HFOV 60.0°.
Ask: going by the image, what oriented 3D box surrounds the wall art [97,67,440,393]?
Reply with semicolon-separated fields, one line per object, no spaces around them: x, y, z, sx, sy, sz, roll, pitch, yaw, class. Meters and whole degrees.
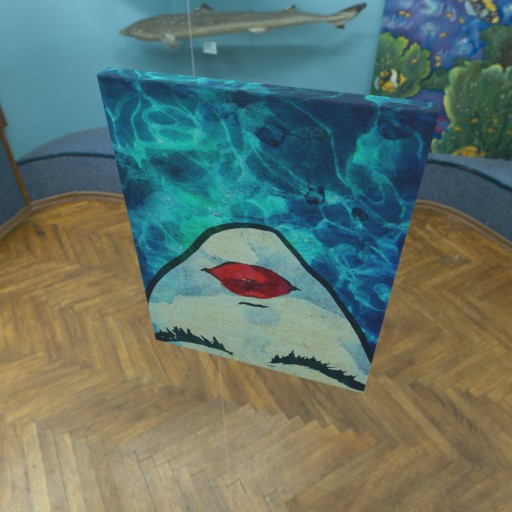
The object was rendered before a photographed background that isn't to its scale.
0.000;0.000;0.846;0.508;0.635;0.038;11;41;13;wall art
